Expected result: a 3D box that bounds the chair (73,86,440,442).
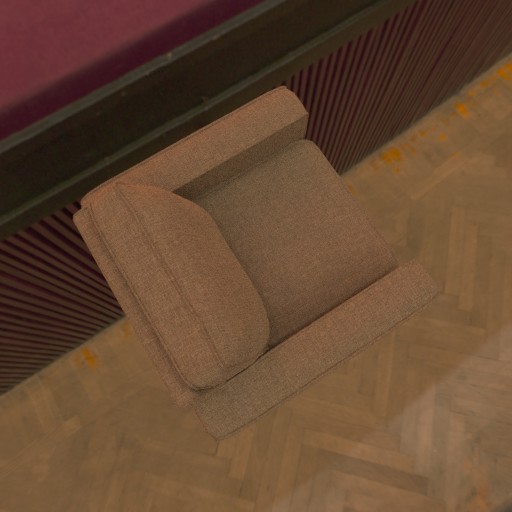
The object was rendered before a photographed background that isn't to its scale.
[{"bbox_3d":[0.000,0.000,1.707,0.940,0.914,1.016,-31,78,-8],"label":"chair"}]
